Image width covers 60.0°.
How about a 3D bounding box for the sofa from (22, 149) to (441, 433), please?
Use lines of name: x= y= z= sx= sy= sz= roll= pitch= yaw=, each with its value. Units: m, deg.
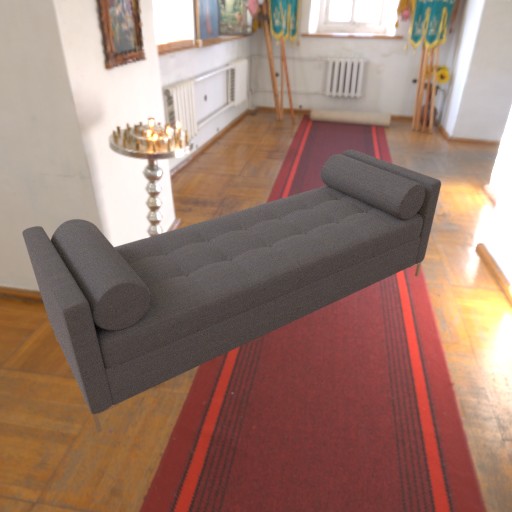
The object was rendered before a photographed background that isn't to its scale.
sofa: x=0.000 y=0.000 z=2.295 sx=1.981 sy=0.635 sz=0.686 roll=-20 pitch=36 yaw=-29
